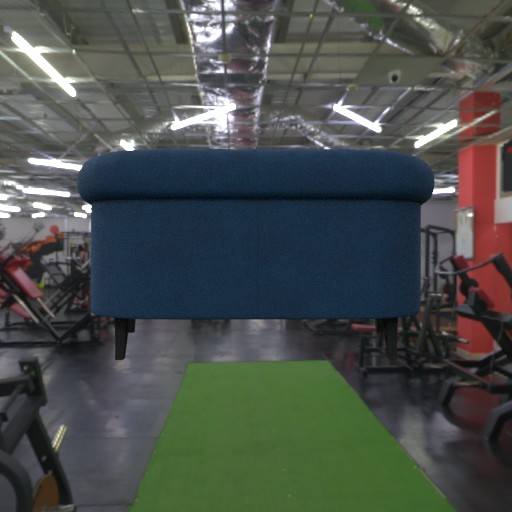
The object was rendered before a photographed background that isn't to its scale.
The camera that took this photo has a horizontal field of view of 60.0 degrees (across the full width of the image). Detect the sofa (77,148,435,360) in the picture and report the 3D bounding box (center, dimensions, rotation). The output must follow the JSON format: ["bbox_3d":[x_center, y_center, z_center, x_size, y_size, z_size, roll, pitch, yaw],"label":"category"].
[{"bbox_3d":[0.000,0.000,2.030,1.558,0.827,0.835,0,0,0],"label":"sofa"}]
